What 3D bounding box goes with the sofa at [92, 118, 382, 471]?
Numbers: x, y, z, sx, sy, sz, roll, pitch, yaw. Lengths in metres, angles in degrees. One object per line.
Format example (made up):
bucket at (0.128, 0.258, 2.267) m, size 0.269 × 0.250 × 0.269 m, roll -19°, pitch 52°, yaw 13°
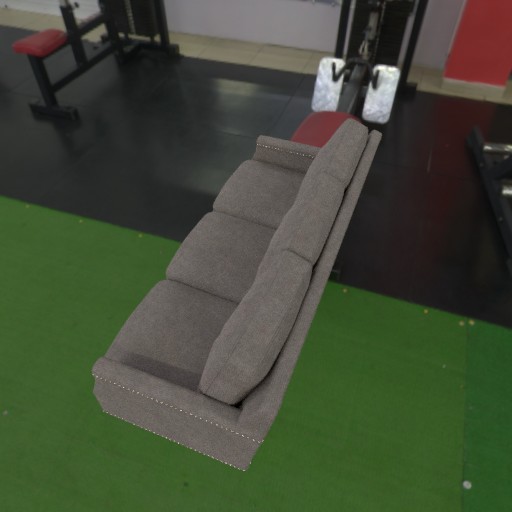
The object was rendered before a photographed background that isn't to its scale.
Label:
sofa at (0.000, 0.000, 2.801) m, size 1.034 × 1.042 × 2.226 m, roll 16°, pitch 49°, yaw 15°
